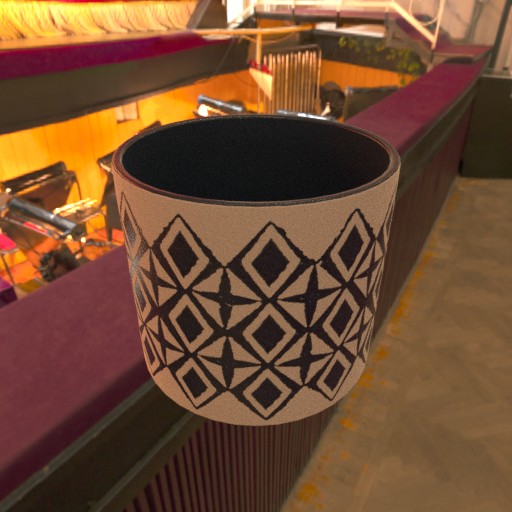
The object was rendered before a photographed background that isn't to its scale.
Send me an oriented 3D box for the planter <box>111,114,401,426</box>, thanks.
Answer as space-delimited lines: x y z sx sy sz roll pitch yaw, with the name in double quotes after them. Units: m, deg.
0.000 0.000 0.287 0.159 0.144 0.159 0 31 0 "planter"
